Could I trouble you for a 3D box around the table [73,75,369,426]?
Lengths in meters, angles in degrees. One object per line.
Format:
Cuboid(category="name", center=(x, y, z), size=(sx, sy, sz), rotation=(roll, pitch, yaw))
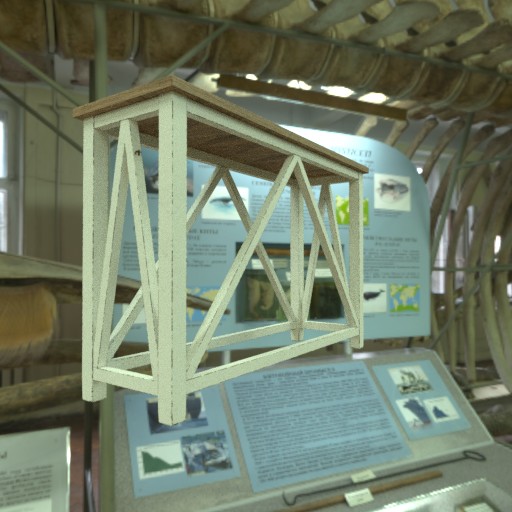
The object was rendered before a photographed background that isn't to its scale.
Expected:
Cuboid(category="table", center=(0.000, 0.000, 1.855), size=(0.450, 0.930, 1.400), rotation=(-1, -1, 35))
